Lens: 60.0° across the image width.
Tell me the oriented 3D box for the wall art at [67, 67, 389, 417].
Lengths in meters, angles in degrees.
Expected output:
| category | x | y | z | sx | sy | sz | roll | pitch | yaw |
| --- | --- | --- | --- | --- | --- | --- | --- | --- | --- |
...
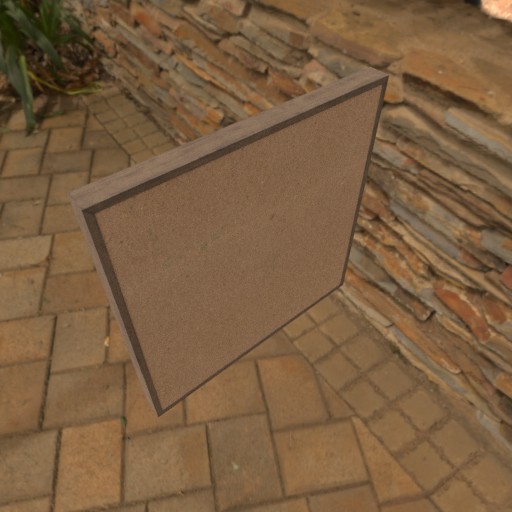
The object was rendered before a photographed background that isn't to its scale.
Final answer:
| category | x | y | z | sx | sy | sz | roll | pitch | yaw |
| --- | --- | --- | --- | --- | --- | --- | --- | --- | --- |
| wall art | 0.000 | 0.000 | 0.772 | 0.508 | 0.508 | 0.038 | -31 | 54 | -26 |
